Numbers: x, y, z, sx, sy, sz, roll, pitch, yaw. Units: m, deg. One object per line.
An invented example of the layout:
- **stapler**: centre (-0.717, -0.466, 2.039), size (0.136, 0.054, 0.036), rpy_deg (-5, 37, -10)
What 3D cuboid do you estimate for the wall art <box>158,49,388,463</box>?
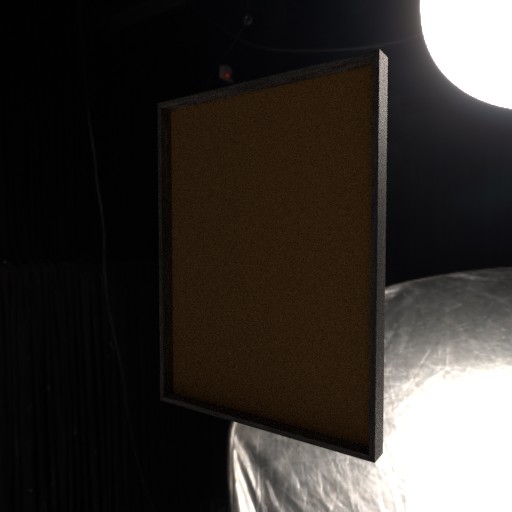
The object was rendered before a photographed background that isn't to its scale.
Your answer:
- **wall art**: centre (0.000, 0.000, 1.327), size (0.762, 1.016, 0.063), rpy_deg (2, 3, 34)
